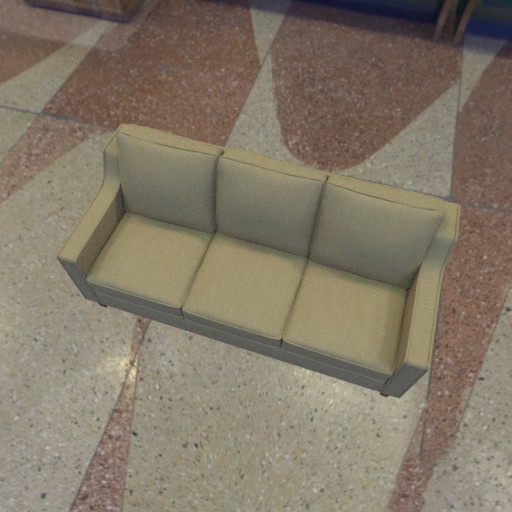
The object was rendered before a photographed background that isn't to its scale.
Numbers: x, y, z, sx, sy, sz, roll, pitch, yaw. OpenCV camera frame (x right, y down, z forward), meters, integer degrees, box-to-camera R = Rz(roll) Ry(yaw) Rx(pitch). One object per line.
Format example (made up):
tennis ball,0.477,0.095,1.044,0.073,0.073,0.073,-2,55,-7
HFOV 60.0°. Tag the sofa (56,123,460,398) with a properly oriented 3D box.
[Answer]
sofa,0.000,0.000,2.568,1.986,0.974,0.911,16,60,9
